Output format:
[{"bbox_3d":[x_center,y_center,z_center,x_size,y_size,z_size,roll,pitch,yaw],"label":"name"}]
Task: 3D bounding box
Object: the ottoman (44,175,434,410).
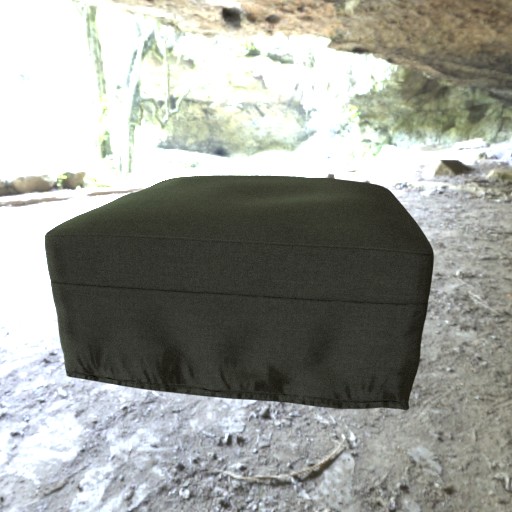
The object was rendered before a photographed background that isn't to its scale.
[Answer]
[{"bbox_3d":[0.000,0.000,1.330,0.840,0.436,0.843,3,18,9],"label":"ottoman"}]
